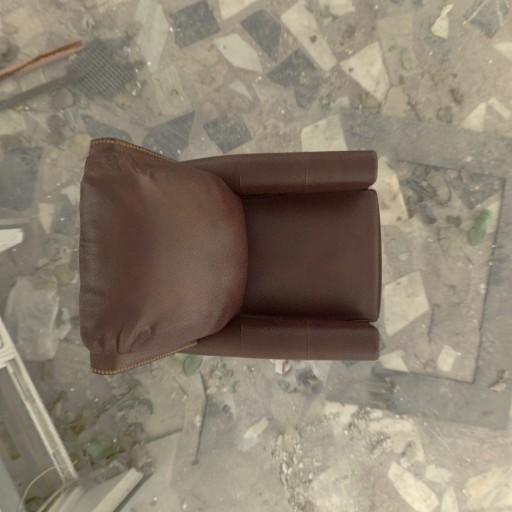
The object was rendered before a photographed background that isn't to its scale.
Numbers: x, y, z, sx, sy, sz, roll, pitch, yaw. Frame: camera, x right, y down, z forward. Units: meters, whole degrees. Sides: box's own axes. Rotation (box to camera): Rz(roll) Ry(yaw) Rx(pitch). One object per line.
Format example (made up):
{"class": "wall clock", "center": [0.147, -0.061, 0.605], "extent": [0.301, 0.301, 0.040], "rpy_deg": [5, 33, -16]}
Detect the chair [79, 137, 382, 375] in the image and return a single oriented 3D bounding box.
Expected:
{"class": "chair", "center": [0.000, 0.000, 1.806], "extent": [1.089, 1.022, 0.826], "rpy_deg": [0, 89, 0]}
